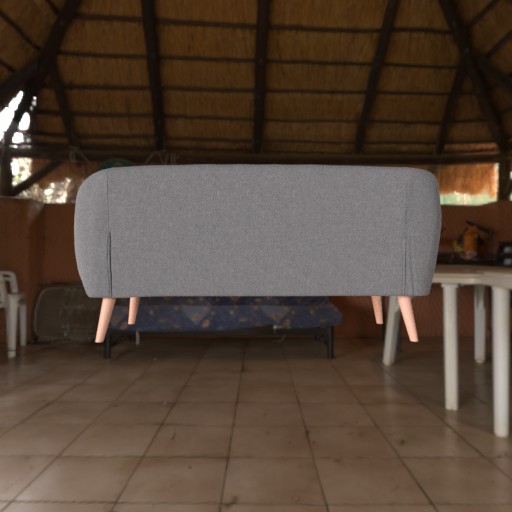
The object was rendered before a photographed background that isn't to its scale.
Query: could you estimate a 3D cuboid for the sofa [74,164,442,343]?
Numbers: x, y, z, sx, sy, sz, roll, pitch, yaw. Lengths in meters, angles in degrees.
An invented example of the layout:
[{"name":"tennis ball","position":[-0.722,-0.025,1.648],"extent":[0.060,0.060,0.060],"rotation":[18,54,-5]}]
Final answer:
[{"name":"sofa","position":[0.000,0.000,2.378],"extent":[1.840,0.820,0.820],"rotation":[0,-1,-1]}]
